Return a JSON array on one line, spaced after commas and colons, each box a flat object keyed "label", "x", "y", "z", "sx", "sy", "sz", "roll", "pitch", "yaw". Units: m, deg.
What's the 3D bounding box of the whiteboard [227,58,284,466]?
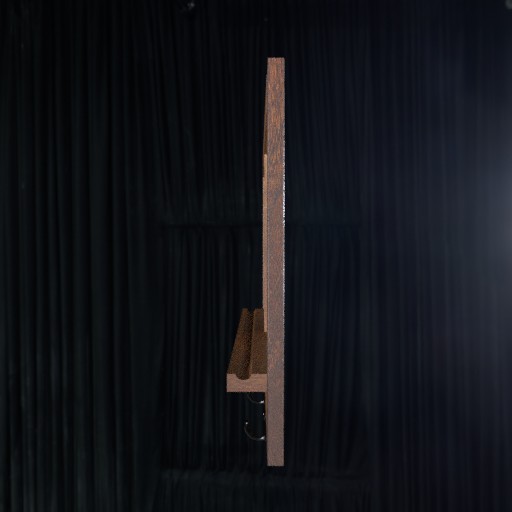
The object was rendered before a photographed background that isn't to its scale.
[{"label": "whiteboard", "x": 0.000, "y": 0.000, "z": 0.997, "sx": 0.083, "sy": 0.559, "sz": 0.783, "roll": 0, "pitch": 2, "yaw": 0}]
